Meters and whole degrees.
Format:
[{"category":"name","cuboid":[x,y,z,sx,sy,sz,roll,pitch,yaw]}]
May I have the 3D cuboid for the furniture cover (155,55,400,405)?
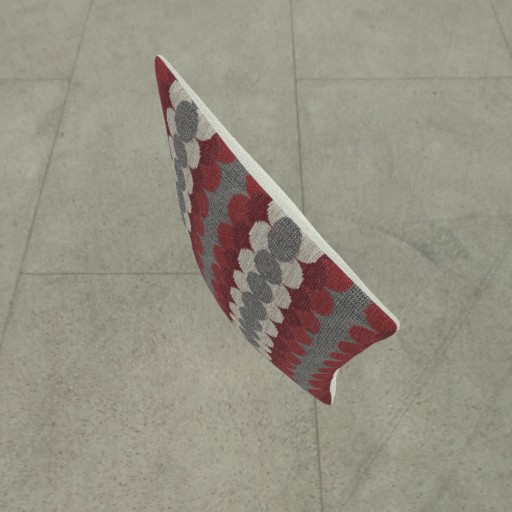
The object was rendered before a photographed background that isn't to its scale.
[{"category":"furniture cover","cuboid":[0.000,0.000,0.648,0.145,0.420,0.435,-32,67,-15]}]
